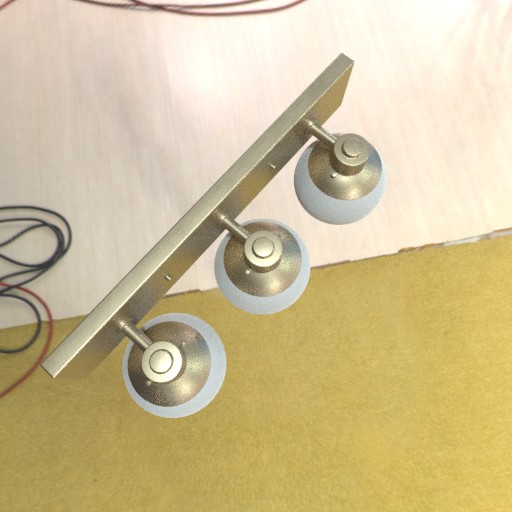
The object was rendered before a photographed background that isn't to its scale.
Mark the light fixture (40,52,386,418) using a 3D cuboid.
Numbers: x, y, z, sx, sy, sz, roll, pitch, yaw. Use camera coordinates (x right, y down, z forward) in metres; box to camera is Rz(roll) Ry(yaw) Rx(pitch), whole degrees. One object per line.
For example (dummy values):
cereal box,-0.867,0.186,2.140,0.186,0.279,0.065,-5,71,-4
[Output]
light fixture,0.000,0.000,0.829,0.218,0.263,0.721,40,78,10
